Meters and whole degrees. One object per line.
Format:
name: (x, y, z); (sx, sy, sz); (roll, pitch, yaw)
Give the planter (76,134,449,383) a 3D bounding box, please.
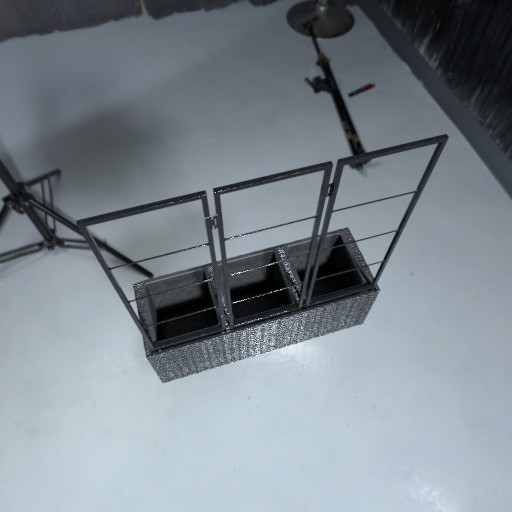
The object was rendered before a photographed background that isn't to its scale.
planter: (0.000, 0.000, 1.167); (0.698, 0.841, 0.244); (-15, 59, -9)
